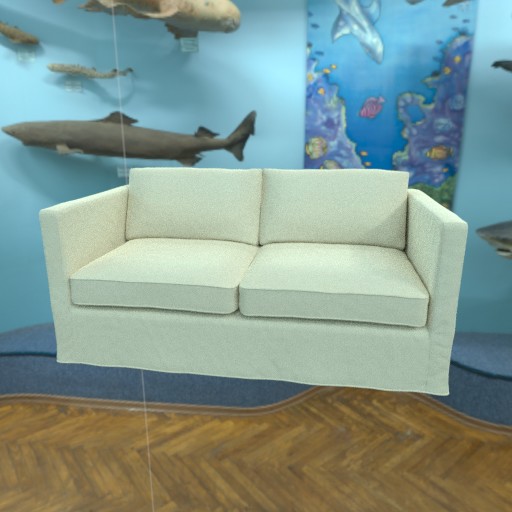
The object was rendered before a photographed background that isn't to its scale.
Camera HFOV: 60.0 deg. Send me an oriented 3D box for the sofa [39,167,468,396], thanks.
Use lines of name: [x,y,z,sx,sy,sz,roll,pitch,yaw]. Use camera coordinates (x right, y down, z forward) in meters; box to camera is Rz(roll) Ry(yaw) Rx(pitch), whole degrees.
sofa: [0.000,0.000,2.249,1.746,0.834,0.962,3,16,9]
